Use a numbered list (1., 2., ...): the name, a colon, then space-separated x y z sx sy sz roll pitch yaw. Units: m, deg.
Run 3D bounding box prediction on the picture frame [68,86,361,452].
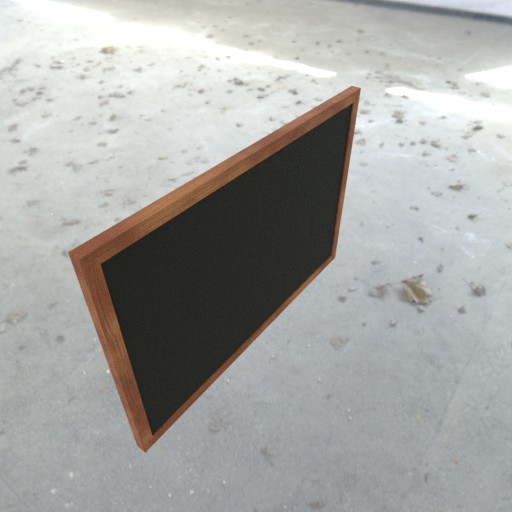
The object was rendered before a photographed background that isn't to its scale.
1. picture frame: 0.000 0.000 1.198 0.029 0.640 0.950 26 47 28
